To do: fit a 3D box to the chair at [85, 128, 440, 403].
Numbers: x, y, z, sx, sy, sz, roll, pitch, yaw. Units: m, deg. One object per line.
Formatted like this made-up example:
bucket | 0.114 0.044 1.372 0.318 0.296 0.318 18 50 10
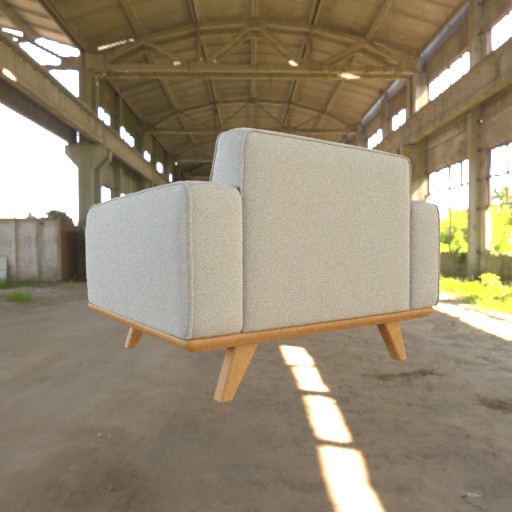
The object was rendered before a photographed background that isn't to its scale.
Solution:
chair | 0.000 0.000 1.769 1.115 0.779 0.953 -1 2 -35
